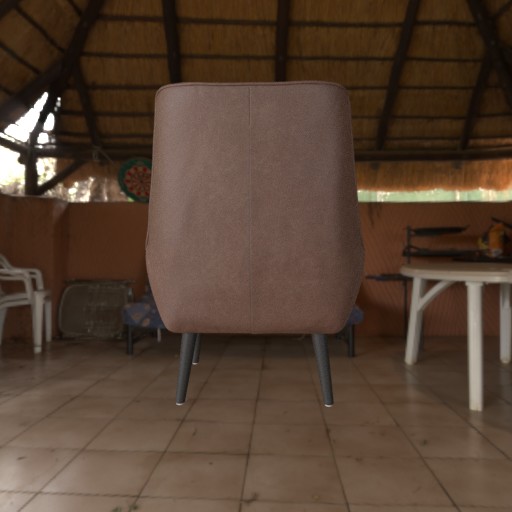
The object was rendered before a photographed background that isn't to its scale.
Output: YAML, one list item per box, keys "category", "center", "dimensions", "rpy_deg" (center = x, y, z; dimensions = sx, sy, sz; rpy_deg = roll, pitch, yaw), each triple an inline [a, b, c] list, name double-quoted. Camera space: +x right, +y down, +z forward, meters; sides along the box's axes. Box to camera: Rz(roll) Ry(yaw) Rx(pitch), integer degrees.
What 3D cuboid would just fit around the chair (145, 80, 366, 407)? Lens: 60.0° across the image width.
- category: "chair"
  center: [0.000, 0.000, 1.494]
  dimensions: [0.787, 0.888, 0.824]
  rpy_deg: [0, 0, 2]
